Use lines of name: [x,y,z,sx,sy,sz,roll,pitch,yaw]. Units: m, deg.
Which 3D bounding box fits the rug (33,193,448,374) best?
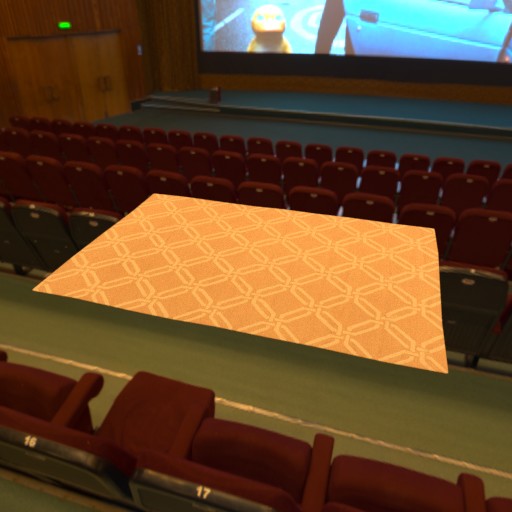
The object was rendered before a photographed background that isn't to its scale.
rug: [0.000,0.000,2.213,1.745,0.010,1.146,9,32,14]
